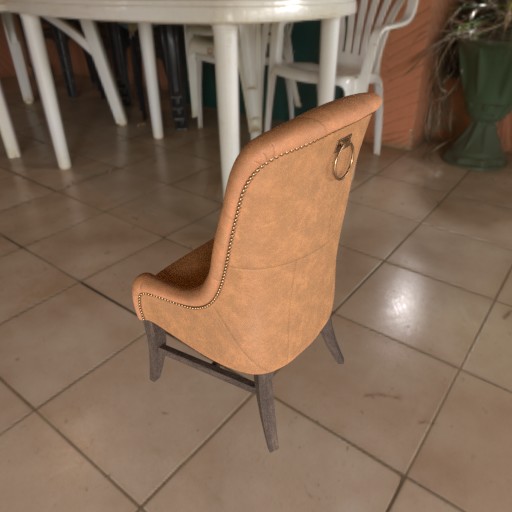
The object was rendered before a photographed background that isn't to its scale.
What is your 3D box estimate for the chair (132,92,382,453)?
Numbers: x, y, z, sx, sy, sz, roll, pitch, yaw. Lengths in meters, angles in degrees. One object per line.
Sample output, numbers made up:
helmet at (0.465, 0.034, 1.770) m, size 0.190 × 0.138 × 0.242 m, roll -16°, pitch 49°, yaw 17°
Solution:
chair at (0.000, 0.000, 1.505) m, size 0.629 × 1.091 × 0.634 m, roll 21°, pitch 38°, yaw 30°
